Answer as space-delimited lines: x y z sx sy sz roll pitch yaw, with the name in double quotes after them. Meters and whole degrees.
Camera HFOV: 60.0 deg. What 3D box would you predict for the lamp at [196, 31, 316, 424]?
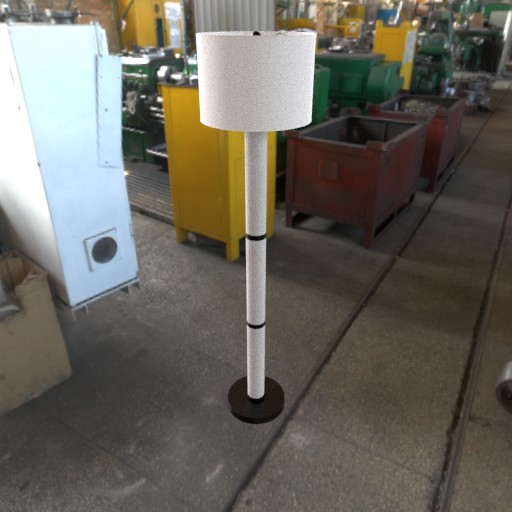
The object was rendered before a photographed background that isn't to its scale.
0.000 0.000 1.766 0.377 1.599 0.377 -1 29 -2 "lamp"
